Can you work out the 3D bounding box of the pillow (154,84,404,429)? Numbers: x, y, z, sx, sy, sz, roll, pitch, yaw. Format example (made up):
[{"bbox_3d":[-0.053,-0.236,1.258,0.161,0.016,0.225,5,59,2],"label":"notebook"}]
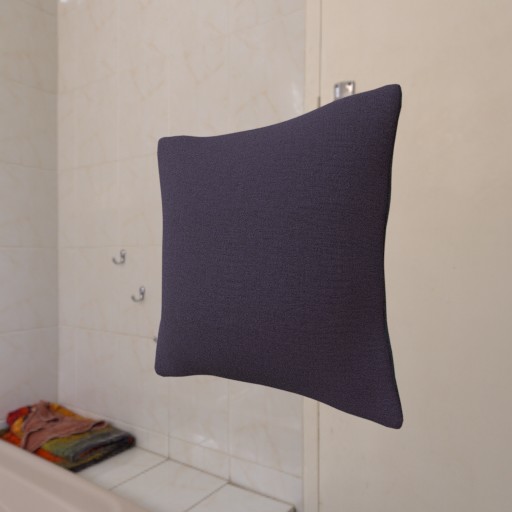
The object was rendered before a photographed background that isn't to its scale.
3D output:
[{"bbox_3d":[0.000,0.000,0.657,0.437,0.419,0.136,0,0,36],"label":"pillow"}]
